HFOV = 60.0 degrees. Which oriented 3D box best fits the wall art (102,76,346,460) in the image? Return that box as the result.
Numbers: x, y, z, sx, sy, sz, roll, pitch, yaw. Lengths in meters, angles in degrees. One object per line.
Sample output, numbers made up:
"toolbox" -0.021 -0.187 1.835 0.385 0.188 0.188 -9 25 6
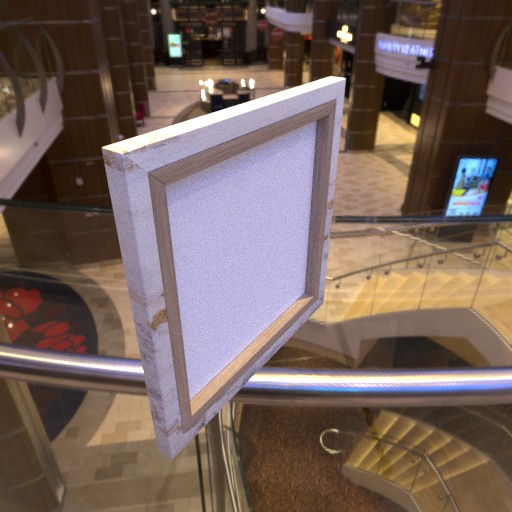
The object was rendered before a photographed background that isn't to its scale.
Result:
"wall art" 0.000 0.000 0.919 0.040 0.613 0.611 21 37 30
